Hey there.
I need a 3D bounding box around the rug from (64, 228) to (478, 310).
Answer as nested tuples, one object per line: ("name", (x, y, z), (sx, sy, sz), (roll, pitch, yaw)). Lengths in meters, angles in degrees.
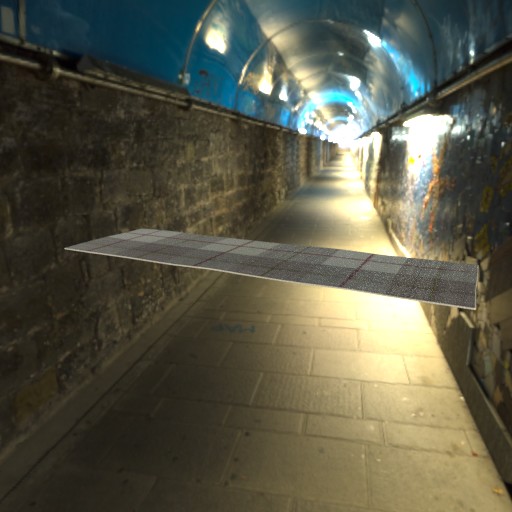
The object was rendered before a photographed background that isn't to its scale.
("rug", (0.000, 0.000, 2.714), (2.439, 0.013, 0.762), (7, 16, 26))
